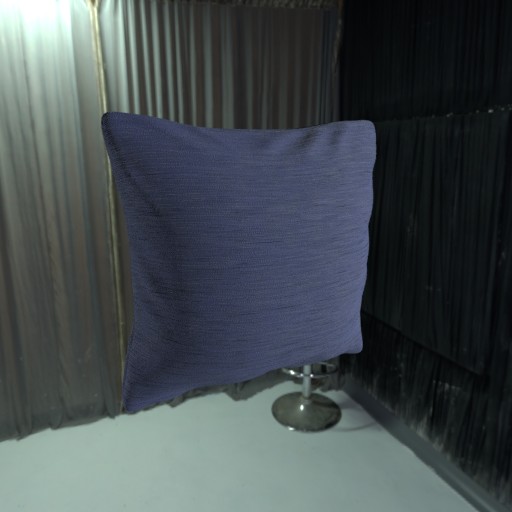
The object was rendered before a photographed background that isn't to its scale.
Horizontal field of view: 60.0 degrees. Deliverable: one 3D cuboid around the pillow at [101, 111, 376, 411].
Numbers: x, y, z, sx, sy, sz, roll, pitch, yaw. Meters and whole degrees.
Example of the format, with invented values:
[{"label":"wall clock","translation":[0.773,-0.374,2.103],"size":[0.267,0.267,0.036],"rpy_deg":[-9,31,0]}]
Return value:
[{"label":"pillow","translation":[0.000,0.000,0.685],"size":[0.432,0.414,0.246],"rpy_deg":[-7,16,-26]}]
